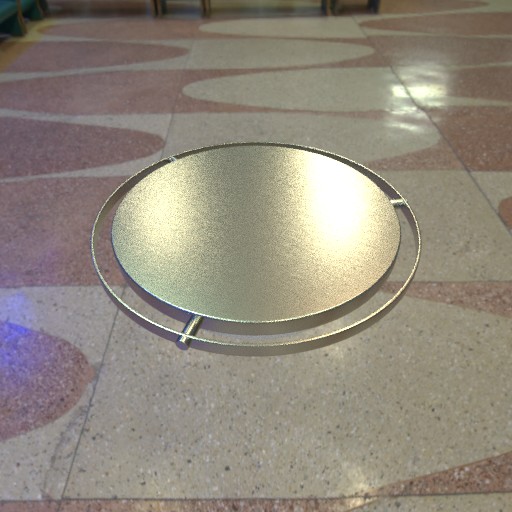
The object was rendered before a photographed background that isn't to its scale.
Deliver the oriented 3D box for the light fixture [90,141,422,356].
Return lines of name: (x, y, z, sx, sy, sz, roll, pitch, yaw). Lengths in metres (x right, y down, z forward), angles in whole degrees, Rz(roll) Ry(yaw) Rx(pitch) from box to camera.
light fixture: (0.000, 0.000, 0.541, 0.361, 0.130, 0.361, 0, 42, 0)
